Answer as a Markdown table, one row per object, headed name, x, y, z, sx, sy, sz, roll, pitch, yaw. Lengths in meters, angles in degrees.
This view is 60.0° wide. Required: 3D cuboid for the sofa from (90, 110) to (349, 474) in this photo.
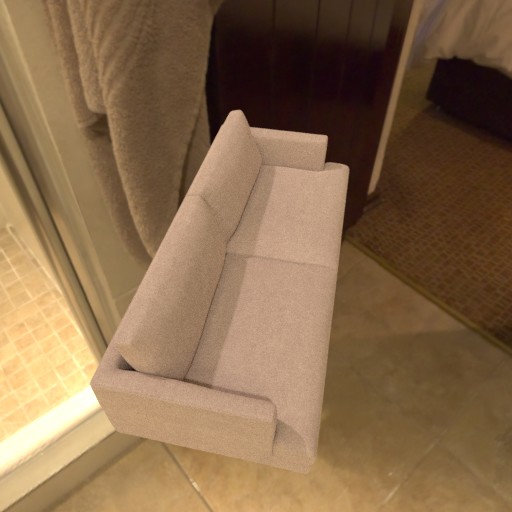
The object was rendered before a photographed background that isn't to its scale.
| name | x | y | z | sx | sy | sz | roll | pitch | yaw |
| --- | --- | --- | --- | --- | --- | --- | --- | --- | --- |
| sofa | 0.000 | 0.000 | 2.754 | 1.020 | 0.868 | 2.250 | 9 | 47 | 8 |
